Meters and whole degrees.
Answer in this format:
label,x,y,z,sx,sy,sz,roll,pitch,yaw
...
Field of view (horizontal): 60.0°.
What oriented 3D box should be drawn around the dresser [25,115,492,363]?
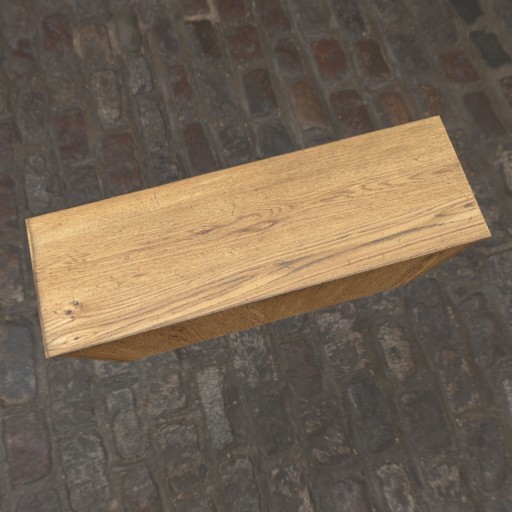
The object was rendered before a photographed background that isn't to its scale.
label,x,y,z,sx,sy,sz,roll,pitch,yaw
dresser,0.000,0.000,2.098,1.657,0.932,0.563,-15,75,-4
